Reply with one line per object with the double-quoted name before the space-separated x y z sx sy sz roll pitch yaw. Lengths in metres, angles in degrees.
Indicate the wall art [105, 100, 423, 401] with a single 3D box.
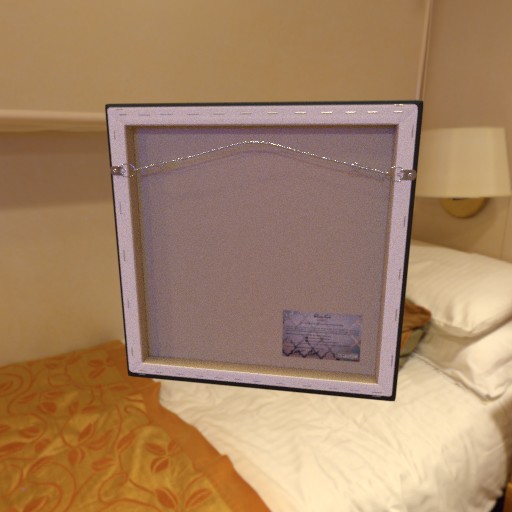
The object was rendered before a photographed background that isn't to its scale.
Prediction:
"wall art" 0.000 0.000 0.931 0.610 0.611 0.043 3 16 10
